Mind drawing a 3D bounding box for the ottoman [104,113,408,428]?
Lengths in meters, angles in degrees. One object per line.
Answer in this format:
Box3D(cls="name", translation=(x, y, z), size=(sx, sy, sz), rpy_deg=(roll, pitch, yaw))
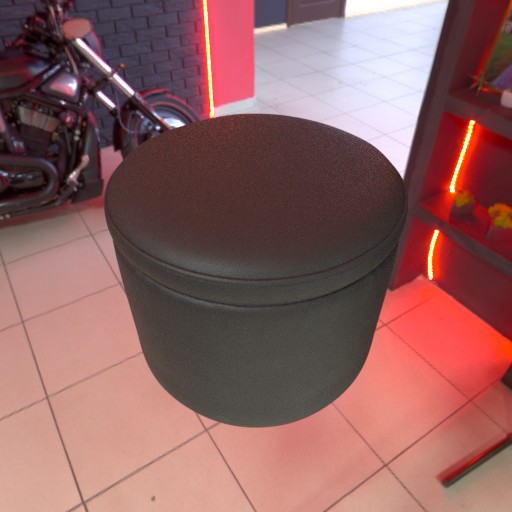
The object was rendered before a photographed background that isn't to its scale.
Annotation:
Box3D(cls="ottoman", translation=(0.000, 0.000, 0.855), size=(0.500, 0.409, 0.500), rpy_deg=(0, 41, 0))
